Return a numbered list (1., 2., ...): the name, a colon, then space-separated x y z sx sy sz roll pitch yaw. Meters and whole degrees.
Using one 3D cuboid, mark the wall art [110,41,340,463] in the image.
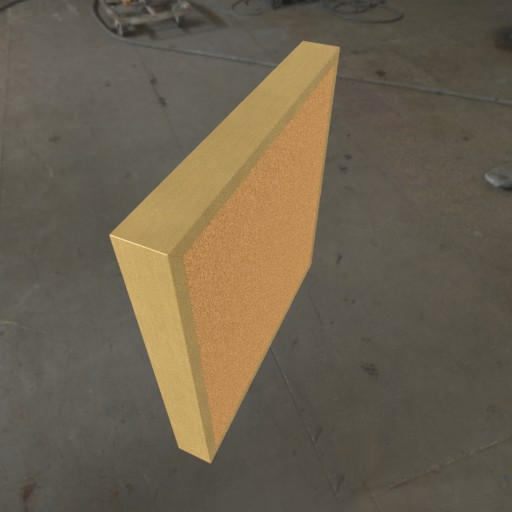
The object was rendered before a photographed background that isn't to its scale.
1. wall art: 0.000 0.000 0.443 0.038 0.305 0.305 18 49 17
